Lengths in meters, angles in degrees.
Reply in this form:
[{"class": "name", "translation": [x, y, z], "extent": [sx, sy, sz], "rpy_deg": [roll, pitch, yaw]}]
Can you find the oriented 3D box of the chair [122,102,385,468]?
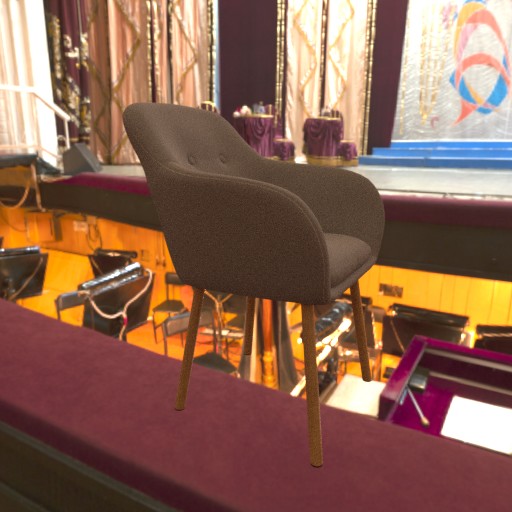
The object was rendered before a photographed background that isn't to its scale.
[{"class": "chair", "translation": [0.000, 0.000, 1.241], "extent": [0.590, 0.830, 0.570], "rpy_deg": [8, 16, 28]}]
